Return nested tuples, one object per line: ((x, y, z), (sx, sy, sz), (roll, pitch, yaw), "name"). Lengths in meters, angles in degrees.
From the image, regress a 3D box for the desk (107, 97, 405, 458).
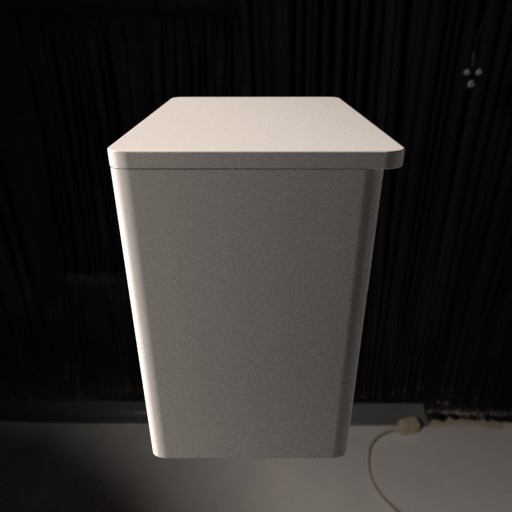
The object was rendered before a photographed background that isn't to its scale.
((0.000, 0.000, 1.310), (0.549, 0.800, 0.762), (0, 27, 0), "desk")
